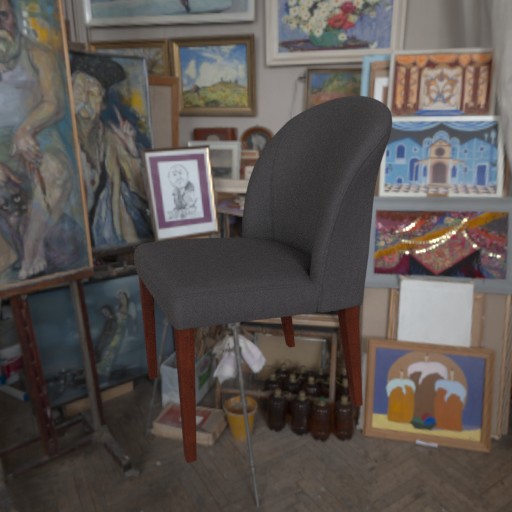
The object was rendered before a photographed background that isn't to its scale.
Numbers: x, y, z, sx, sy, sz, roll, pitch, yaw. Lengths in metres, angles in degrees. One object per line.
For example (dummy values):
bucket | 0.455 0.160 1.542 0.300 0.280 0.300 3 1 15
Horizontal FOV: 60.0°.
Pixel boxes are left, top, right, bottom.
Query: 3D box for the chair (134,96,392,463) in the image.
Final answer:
chair | 0.000 0.000 1.271 0.619 0.879 0.506 -8 18 -24
